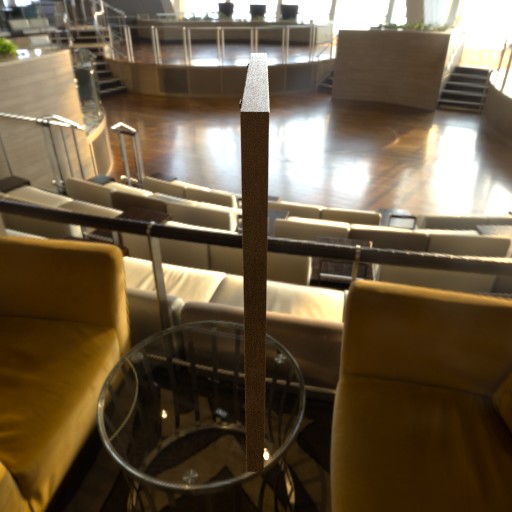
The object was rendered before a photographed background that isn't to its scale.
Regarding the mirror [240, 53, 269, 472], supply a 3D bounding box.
[{"bbox_3d":[0.000,0.000,0.922,0.039,0.711,0.508,0,32,1],"label":"mirror"}]
